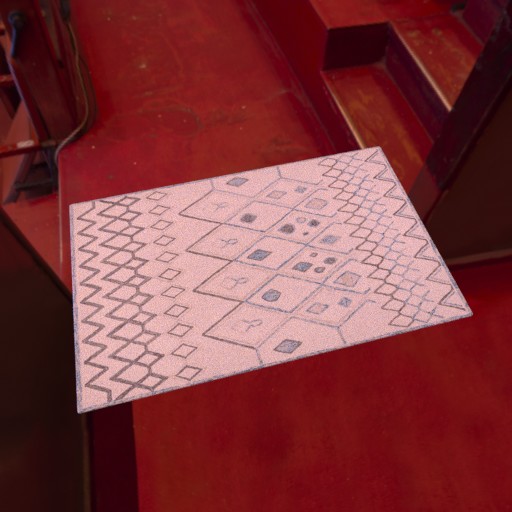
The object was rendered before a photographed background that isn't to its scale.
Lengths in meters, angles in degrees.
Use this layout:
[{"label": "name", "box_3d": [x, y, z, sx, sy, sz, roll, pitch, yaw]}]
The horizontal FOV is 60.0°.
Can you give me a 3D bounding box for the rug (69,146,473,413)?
[{"label": "rug", "box_3d": [0.000, 0.000, 3.022, 2.439, 0.015, 1.524, -12, 59, -7]}]
